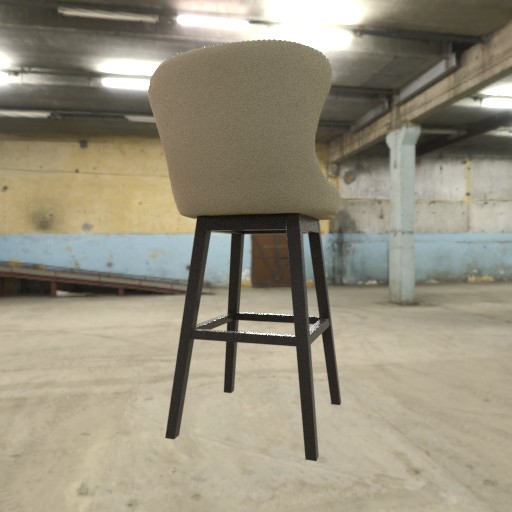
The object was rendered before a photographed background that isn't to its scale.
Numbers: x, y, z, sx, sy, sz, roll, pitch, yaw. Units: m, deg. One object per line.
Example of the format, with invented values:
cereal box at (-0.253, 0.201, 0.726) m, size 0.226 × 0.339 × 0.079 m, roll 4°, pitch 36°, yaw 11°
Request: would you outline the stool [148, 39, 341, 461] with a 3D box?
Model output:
stool at (0.000, 0.000, 1.381) m, size 0.528 × 1.066 × 0.605 m, roll 0°, pitch 1°, yaw 19°
